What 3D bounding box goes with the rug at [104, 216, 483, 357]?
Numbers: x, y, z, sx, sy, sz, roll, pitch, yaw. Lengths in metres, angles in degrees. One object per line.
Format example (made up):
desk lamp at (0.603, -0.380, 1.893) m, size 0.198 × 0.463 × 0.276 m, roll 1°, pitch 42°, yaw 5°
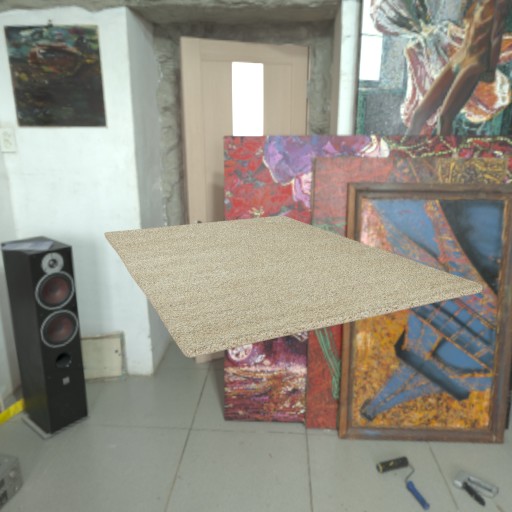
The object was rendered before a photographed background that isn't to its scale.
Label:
rug at (0.000, 0.000, 2.149) m, size 1.199 × 0.025 × 1.600 m, roll -8°, pitch 18°, yaw -25°
